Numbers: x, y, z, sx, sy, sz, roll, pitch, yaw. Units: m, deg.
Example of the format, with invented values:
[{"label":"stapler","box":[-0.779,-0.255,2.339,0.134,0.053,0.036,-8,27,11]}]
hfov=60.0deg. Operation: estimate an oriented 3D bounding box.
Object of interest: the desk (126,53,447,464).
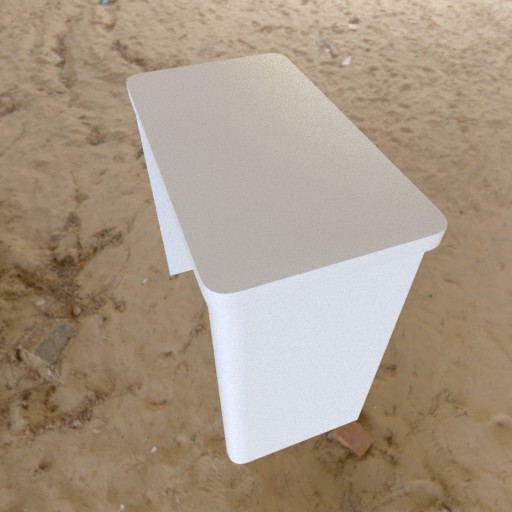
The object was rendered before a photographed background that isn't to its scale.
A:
[{"label":"desk","box":[0.000,0.000,1.239,0.446,0.760,0.790,-15,49,-14]}]
